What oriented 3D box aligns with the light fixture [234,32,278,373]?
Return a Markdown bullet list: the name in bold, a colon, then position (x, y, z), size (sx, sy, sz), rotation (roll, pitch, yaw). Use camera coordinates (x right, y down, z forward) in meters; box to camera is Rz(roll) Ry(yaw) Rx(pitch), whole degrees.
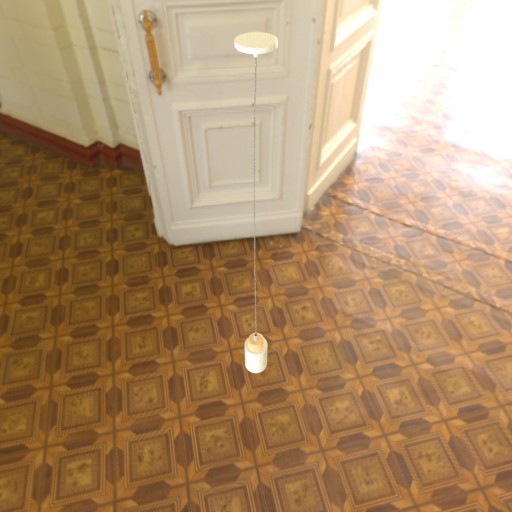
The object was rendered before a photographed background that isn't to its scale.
- **light fixture**: position (0.000, 0.000, 1.924), size (0.125, 1.798, 0.125), rotation (-10, 47, -9)
